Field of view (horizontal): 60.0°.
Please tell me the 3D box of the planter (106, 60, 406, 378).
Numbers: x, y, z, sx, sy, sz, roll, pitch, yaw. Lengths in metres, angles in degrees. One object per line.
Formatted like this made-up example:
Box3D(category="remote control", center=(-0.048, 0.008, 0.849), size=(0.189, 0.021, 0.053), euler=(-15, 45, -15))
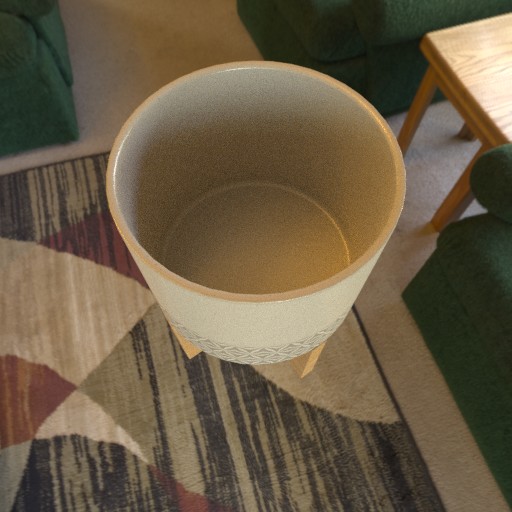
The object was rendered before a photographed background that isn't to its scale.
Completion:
Box3D(category="planter", center=(0.000, 0.000, 0.523), size=(0.249, 0.343, 0.249), euler=(0, 63, 0))
